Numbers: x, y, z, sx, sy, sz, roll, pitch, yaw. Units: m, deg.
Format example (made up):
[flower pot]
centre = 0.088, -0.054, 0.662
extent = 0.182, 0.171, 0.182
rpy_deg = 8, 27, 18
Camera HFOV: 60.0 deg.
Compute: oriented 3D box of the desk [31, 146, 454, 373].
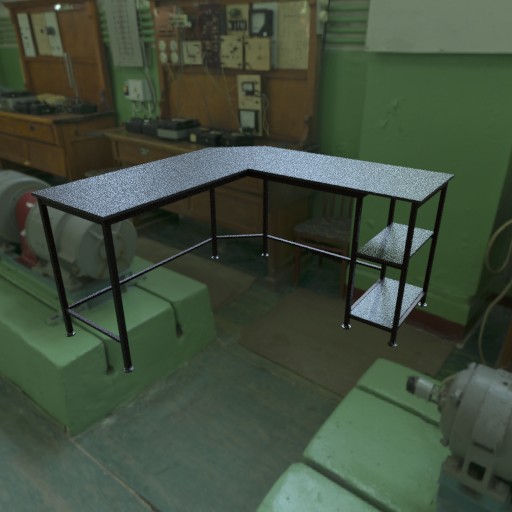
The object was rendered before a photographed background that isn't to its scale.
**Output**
[desk]
centre = 0.000, 0.000, 2.186
extent = 1.379, 0.739, 1.379
rpy_deg = 18, 31, 33
